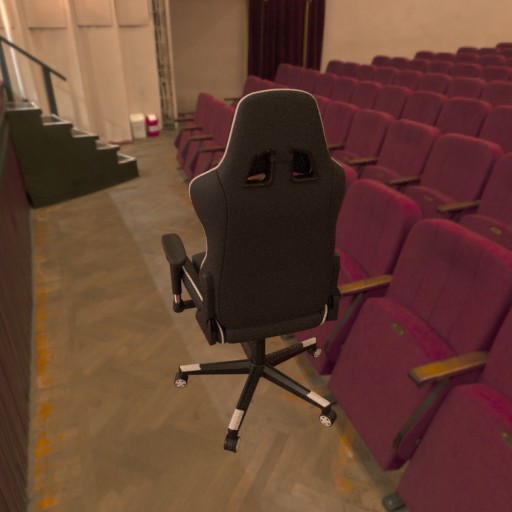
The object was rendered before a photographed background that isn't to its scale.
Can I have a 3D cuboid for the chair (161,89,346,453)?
[{"bbox_3d":[0.000,0.000,1.682,0.700,1.240,0.700,-9,29,-16],"label":"chair"}]
